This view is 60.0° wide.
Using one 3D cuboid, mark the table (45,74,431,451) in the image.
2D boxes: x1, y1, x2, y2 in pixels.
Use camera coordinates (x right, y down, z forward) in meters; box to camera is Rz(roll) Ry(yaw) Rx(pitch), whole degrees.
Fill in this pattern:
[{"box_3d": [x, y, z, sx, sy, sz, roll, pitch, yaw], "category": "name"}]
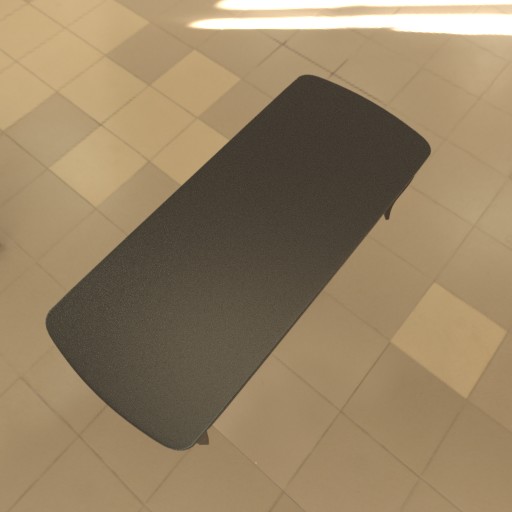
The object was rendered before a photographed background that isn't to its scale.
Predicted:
[{"box_3d": [0.000, 0.000, 1.602, 0.571, 0.457, 1.333, 37, 70, 16], "category": "table"}]
